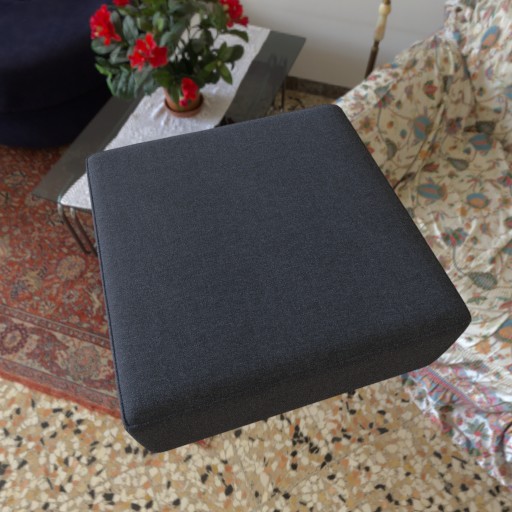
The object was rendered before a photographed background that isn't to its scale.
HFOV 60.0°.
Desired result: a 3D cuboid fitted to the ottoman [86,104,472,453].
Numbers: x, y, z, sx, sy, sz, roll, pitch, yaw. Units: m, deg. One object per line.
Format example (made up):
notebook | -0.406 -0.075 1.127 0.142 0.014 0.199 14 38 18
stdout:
ottoman | 0.000 0.000 1.538 1.000 0.439 1.000 -15 58 -9
